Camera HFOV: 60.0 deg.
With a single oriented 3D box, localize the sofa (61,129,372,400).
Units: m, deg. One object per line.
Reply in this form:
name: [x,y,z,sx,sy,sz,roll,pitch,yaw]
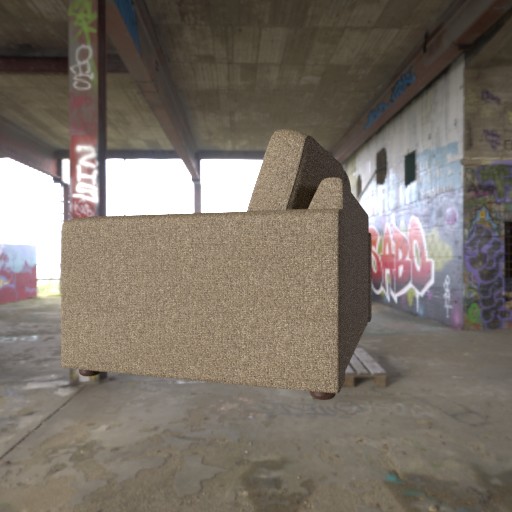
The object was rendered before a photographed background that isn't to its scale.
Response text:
sofa: [0.000,0.000,2.181,1.016,0.873,1.616,0,0,18]
